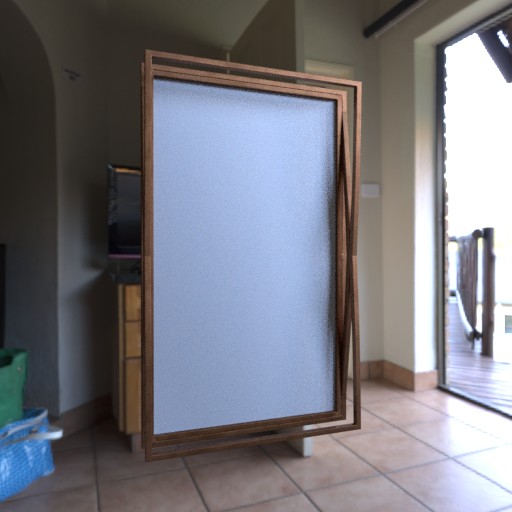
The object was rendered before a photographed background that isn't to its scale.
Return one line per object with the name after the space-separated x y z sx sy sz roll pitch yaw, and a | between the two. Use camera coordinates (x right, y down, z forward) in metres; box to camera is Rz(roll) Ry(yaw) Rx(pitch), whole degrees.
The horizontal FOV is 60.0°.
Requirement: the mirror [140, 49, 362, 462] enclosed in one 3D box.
0.000 0.000 0.937 0.468 0.768 0.082 0 0 -20 | mirror
